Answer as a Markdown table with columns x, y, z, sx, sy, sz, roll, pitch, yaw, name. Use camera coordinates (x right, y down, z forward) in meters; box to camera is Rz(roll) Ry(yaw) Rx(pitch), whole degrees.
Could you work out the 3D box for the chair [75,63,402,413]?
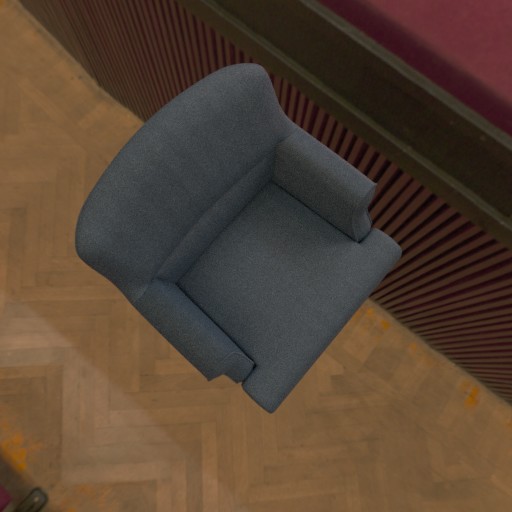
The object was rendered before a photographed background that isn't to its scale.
| x | y | z | sx | sy | sz | roll | pitch | yaw | name |
| --- | --- | --- | --- | --- | --- | --- | --- | --- | --- |
| 0.000 | 0.000 | 1.478 | 0.754 | 0.878 | 0.770 | 40 | 80 | 8 | chair |
